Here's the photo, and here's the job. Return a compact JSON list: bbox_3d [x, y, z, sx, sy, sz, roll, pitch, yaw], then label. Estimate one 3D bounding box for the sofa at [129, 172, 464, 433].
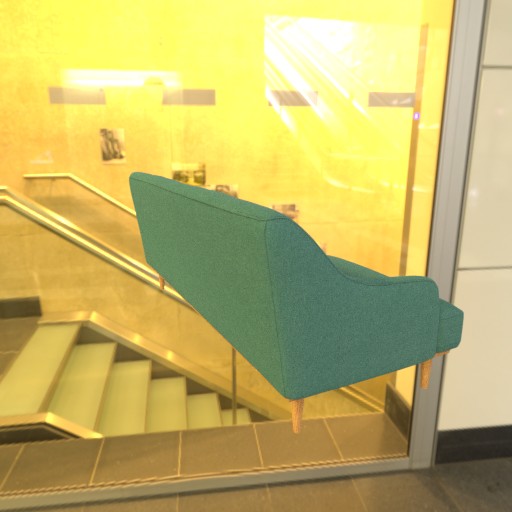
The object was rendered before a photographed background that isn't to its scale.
[{"bbox_3d":[0.000,0.000,2.519,0.978,0.871,2.057,-8,17,-26],"label":"sofa"}]
